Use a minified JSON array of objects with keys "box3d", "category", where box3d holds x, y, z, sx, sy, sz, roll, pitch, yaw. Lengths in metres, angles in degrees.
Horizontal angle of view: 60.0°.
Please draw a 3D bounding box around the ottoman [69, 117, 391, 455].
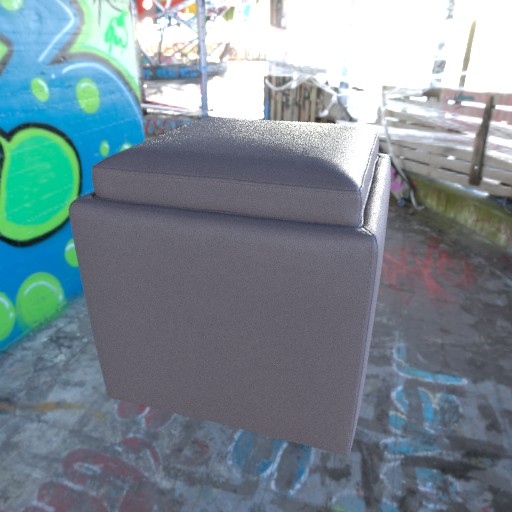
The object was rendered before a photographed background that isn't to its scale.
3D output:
[{"box3d":[0.000,0.000,0.832,0.451,0.460,0.450,8,28,15],"category":"ottoman"}]
